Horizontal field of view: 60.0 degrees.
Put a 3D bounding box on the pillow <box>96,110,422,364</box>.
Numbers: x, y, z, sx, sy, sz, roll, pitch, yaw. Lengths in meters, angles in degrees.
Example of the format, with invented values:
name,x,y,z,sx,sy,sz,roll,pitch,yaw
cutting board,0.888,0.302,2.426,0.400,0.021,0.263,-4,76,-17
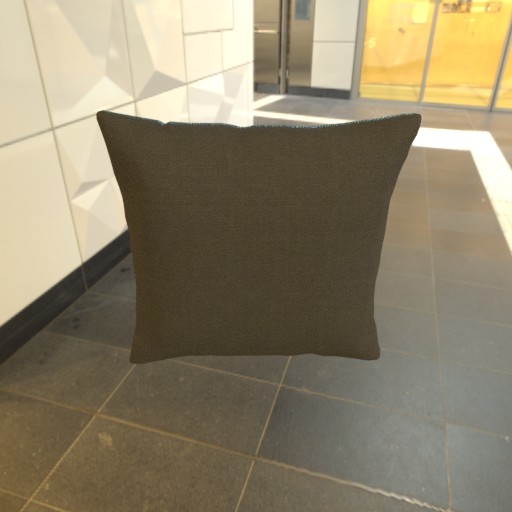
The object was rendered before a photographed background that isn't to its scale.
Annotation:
name,x,y,z,sx,sy,sz,roll,pitch,yaw
pillow,0.000,0.000,0.670,0.436,0.430,0.138,-1,29,-2
